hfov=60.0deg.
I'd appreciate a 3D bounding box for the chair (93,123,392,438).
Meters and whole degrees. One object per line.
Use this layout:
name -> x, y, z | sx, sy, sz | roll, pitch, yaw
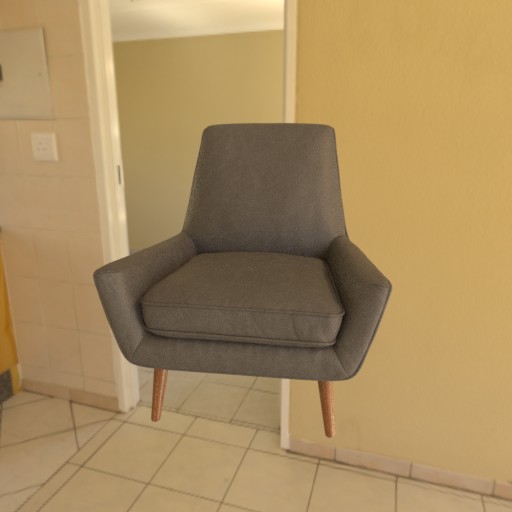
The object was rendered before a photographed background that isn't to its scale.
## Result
chair -> 0.000, 0.000, 1.518 | 0.787, 0.888, 0.822 | 2, 15, 8
